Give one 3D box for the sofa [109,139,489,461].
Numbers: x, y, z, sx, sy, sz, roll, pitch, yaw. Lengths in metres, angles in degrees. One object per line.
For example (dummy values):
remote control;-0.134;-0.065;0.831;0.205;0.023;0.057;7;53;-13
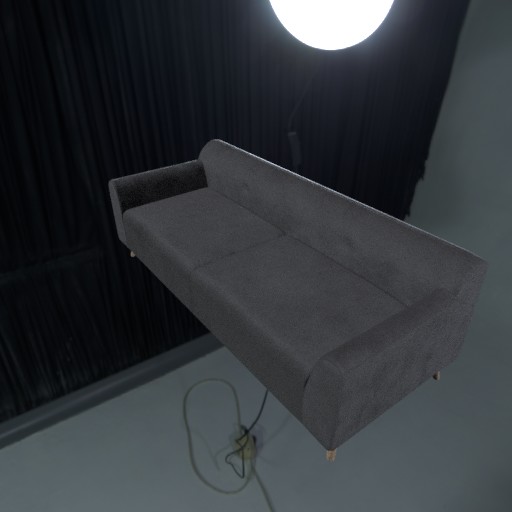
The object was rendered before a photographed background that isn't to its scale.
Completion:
sofa;0.000;0.000;2.600;0.900;0.740;2.190;-21;38;-31
